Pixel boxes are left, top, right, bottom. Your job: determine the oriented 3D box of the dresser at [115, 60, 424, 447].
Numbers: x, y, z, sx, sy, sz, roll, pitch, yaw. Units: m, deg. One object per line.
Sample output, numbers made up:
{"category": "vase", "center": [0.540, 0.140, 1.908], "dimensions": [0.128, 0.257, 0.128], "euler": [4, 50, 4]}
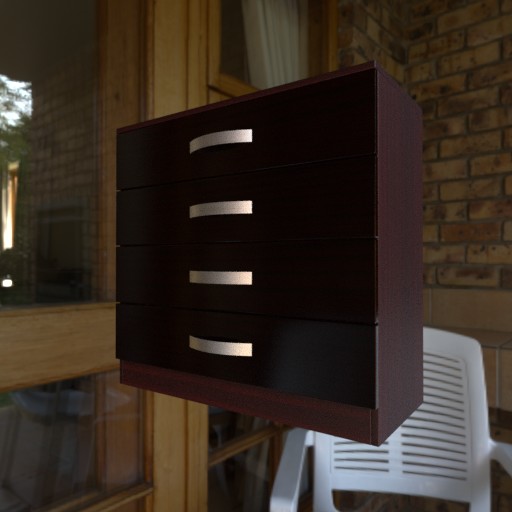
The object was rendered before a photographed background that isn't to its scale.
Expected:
{"category": "dresser", "center": [0.000, 0.000, 1.156], "dimensions": [0.750, 0.720, 0.360], "euler": [0, -1, 35]}
